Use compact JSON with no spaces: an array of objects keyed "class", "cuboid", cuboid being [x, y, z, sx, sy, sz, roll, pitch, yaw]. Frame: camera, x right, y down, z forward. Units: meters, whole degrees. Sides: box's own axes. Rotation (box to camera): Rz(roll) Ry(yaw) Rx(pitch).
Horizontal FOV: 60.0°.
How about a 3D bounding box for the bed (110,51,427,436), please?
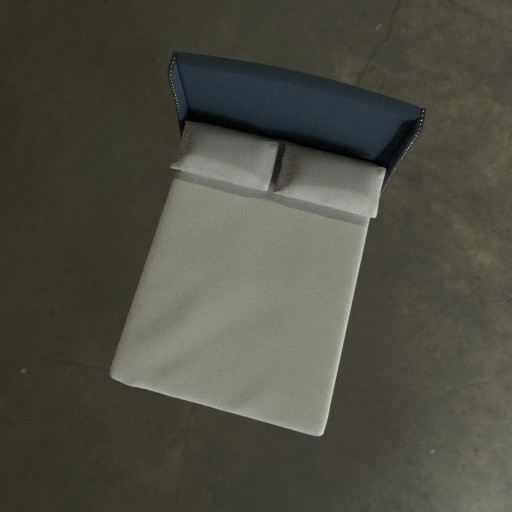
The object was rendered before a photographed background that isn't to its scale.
[{"class":"bed","cuboid":[0.000,0.000,3.260,1.710,1.407,2.237,14,76,4]}]
